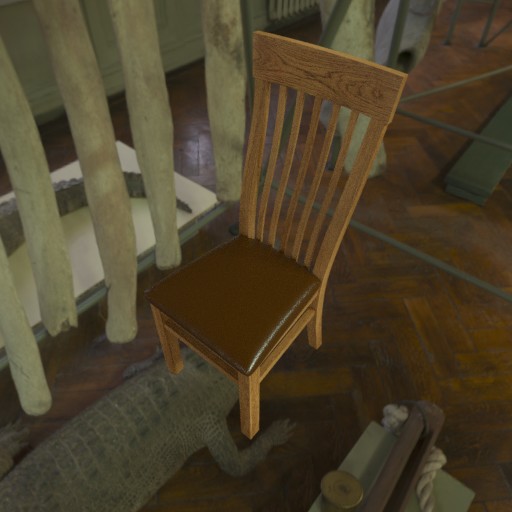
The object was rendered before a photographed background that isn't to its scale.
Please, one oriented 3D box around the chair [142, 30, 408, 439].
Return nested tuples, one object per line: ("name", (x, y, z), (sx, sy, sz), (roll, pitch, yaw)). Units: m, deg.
("chair", (0.000, 0.000, 1.342), (0.450, 1.050, 0.580), (31, 53, 27))
